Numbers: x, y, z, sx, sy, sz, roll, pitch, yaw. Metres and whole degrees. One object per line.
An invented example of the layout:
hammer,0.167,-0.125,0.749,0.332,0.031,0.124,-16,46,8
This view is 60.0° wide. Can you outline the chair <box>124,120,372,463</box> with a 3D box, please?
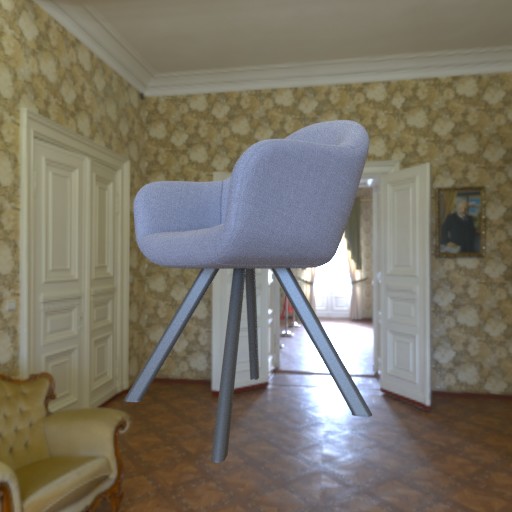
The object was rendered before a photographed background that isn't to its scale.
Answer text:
chair,0.000,0.000,1.200,0.550,0.795,0.590,1,-2,-36
